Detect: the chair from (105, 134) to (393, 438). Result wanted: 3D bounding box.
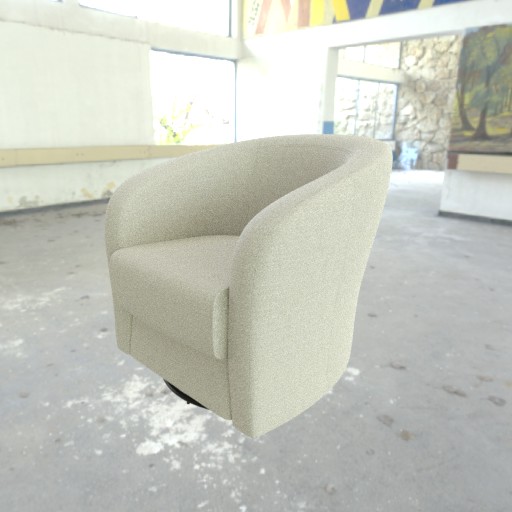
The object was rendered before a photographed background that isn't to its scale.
[{"bbox_3d":[0.000,0.000,1.468,0.791,0.771,0.815,16,22,43],"label":"chair"}]
